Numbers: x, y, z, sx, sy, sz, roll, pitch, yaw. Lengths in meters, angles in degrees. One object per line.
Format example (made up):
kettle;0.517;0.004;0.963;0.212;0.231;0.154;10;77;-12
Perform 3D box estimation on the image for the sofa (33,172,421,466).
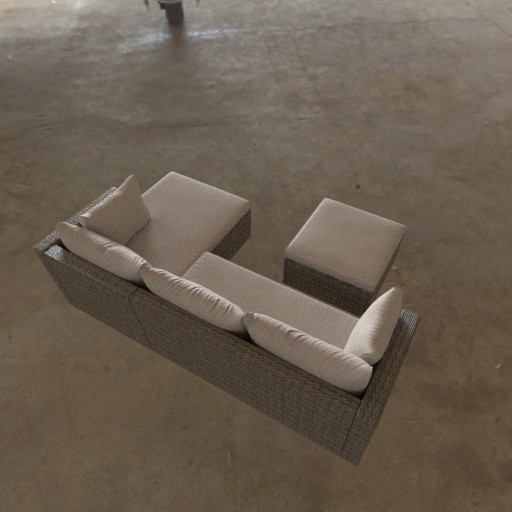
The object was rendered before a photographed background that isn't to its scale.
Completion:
sofa;0.000;0.000;2.982;2.192;0.766;1.662;23;51;20
